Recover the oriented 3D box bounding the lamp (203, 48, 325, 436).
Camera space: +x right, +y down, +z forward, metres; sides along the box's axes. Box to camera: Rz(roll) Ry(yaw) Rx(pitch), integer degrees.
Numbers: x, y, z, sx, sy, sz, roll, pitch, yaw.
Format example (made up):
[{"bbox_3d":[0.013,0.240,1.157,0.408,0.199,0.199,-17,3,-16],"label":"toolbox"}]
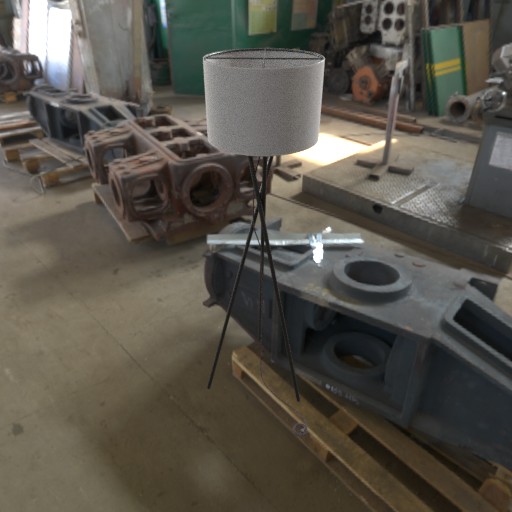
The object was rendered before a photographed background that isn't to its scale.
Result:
[{"bbox_3d":[0.000,0.000,1.976,0.522,1.624,0.667,1,33,2],"label":"lamp"}]
